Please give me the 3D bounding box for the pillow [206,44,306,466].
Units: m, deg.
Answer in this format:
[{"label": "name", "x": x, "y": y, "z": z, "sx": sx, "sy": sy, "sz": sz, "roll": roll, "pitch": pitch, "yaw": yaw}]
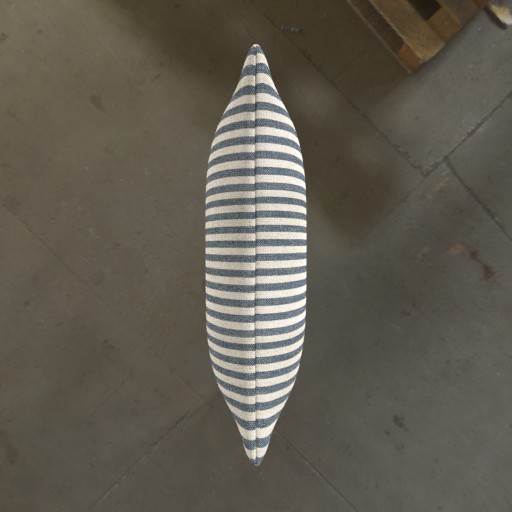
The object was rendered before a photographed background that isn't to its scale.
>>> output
[{"label": "pillow", "x": 0.000, "y": 0.000, "z": 0.792, "sx": 0.166, "sy": 0.510, "sz": 0.523, "roll": 0, "pitch": 92, "yaw": -1}]
